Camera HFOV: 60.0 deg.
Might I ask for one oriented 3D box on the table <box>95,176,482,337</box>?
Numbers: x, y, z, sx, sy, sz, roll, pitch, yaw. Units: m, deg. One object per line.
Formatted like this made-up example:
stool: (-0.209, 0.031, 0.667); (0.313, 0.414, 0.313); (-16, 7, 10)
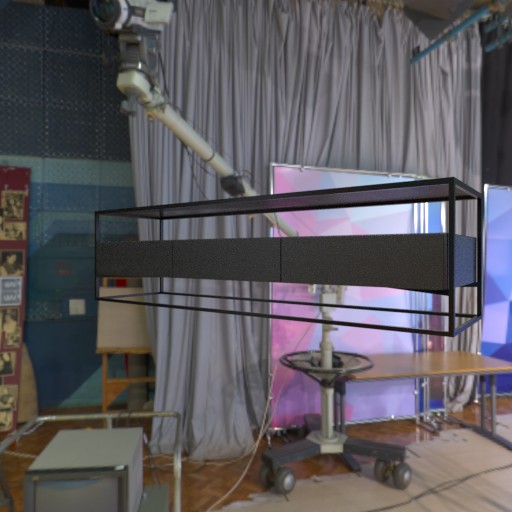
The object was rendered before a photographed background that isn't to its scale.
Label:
table: (0.000, 0.000, 1.684); (1.486, 0.395, 0.399); (0, 0, 36)
